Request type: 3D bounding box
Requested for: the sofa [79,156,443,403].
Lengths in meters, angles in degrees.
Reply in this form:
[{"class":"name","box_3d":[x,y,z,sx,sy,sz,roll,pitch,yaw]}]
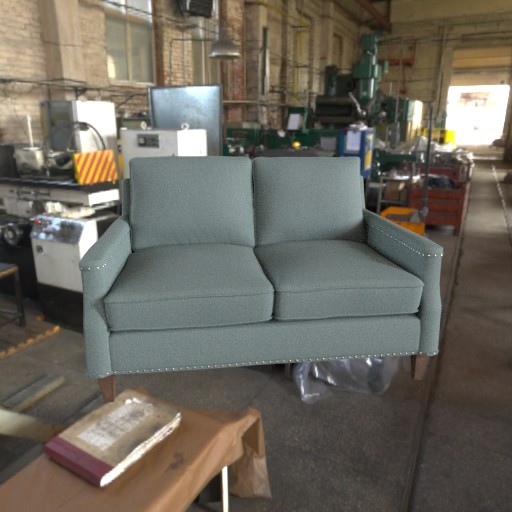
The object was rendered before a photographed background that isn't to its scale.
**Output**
[{"class":"sofa","box_3d":[0.000,0.000,2.366,1.597,1.003,1.084,-2,17,-7]}]
